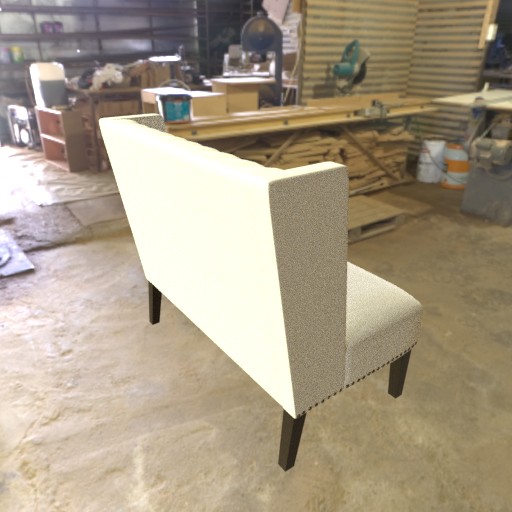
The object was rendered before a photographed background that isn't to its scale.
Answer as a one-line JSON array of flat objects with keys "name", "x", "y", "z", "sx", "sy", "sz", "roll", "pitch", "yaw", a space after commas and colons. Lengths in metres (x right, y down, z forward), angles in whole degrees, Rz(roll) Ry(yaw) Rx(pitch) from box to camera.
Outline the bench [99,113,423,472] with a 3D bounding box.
[{"name": "bench", "x": 0.000, "y": 0.000, "z": 1.999, "sx": 0.847, "sy": 1.123, "sz": 1.280, "roll": -17, "pitch": 31, "yaw": -32}]
